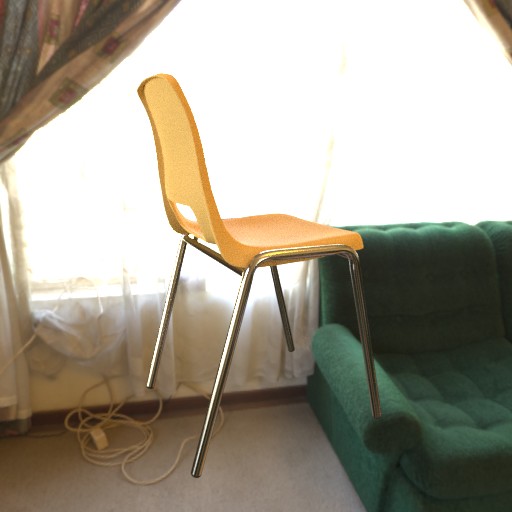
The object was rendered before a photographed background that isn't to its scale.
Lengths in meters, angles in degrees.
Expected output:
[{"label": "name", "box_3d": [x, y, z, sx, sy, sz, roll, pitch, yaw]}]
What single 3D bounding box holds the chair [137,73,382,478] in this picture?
[{"label": "chair", "box_3d": [0.000, 0.000, 0.958, 0.436, 0.704, 0.381, -7, 16, -26]}]
